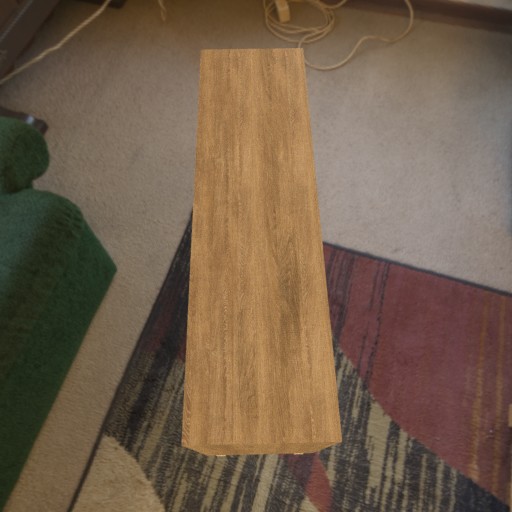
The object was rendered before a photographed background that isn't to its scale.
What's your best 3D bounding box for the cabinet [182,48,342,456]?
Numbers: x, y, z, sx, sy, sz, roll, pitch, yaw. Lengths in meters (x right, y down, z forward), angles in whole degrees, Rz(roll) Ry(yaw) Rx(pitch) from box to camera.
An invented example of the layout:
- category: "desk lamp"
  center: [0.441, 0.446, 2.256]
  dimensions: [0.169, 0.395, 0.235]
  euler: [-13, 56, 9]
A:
- category: "cabinet"
  center: [0.000, 0.000, 1.984]
  dimensions: [0.450, 0.870, 1.600]
  euler: [-1, 64, -1]
